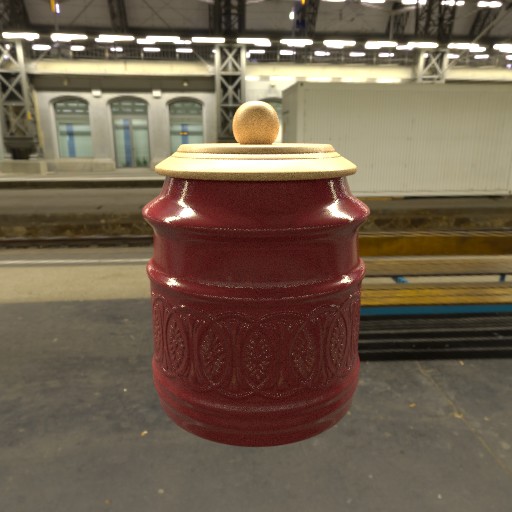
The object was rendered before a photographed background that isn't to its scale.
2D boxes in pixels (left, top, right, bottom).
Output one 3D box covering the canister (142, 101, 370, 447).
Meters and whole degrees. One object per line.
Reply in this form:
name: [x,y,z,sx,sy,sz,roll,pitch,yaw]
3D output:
canister: [0.000,0.000,0.267,0.130,0.176,0.130,0,15,0]
